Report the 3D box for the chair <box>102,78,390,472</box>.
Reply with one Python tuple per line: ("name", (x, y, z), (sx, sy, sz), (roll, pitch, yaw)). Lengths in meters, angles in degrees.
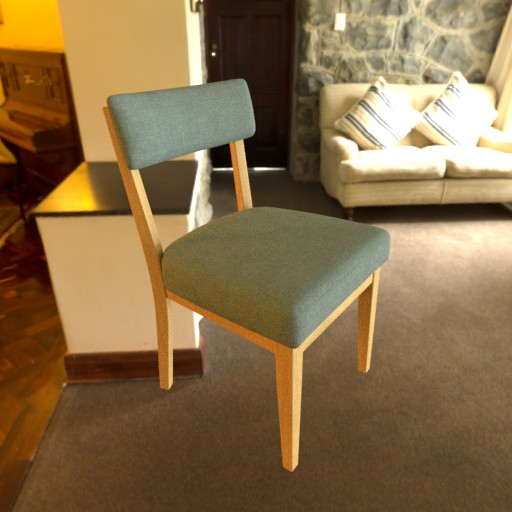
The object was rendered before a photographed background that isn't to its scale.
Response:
("chair", (0.000, 0.000, 1.191), (0.572, 0.832, 0.508), (19, 32, 32))
